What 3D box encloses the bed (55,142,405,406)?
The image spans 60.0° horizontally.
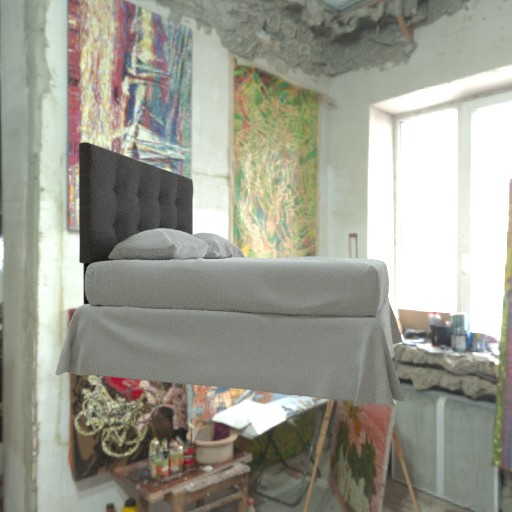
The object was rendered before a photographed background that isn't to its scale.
[{"bbox_3d":[0.000,0.000,3.507,2.222,1.577,1.936,0,0,18],"label":"bed"}]
